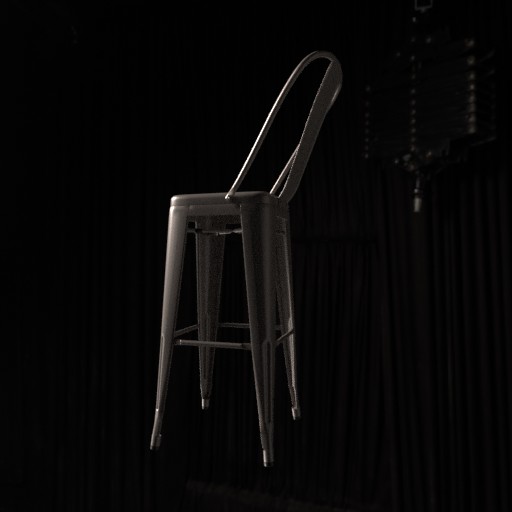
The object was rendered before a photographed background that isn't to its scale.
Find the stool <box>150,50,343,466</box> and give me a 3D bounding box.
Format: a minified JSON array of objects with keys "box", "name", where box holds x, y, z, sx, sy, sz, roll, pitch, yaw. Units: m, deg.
[{"box":[0.000,0.000,1.351,0.513,1.096,0.399,0,0,17],"name":"stool"}]
